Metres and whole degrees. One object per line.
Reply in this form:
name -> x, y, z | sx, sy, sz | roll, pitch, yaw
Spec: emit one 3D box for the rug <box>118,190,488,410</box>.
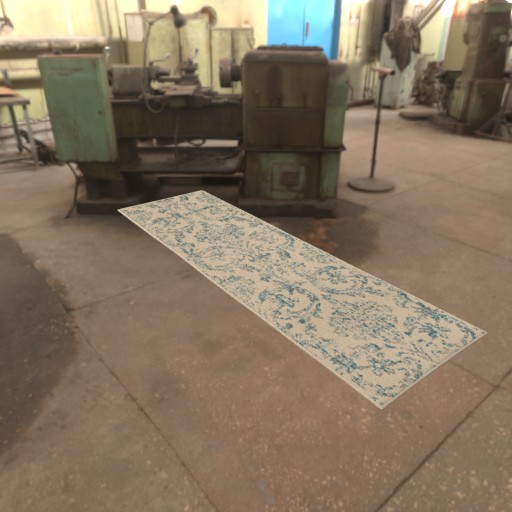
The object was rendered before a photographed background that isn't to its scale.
rug -> 0.000, 0.000, 2.371 | 0.662, 0.011, 2.196 | -19, 33, -33
